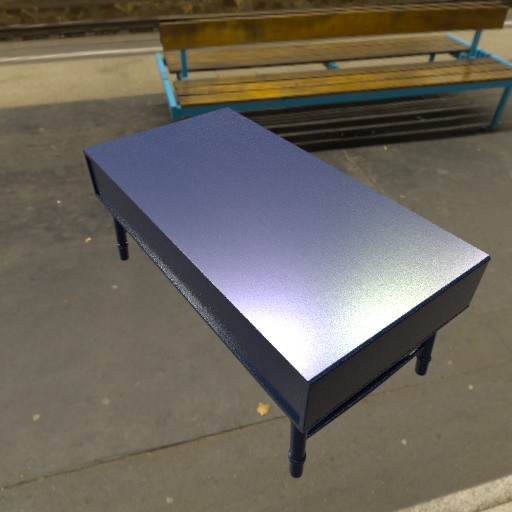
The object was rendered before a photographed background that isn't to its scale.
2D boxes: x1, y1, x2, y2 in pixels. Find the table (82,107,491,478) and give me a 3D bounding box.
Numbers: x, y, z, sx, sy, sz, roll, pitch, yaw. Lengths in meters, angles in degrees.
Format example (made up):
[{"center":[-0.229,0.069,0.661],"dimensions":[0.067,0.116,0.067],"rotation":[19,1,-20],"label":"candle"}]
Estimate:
[{"center":[0.000,0.000,1.351],"dimensions":[0.572,0.457,1.067],"rotation":[-26,47,-27],"label":"table"}]
